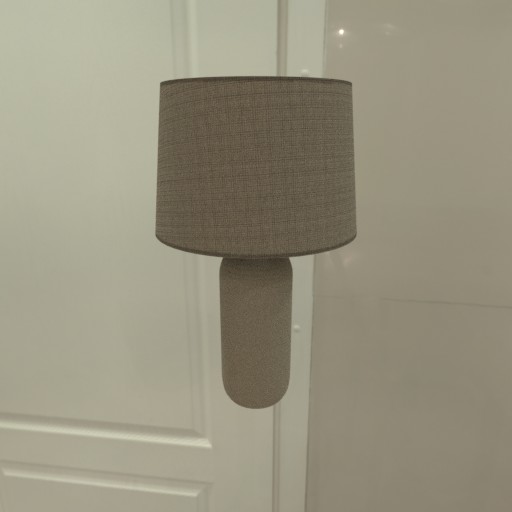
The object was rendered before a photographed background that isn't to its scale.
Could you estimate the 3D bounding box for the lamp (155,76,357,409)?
[{"bbox_3d":[0.000,0.000,0.842,0.367,0.609,0.367,0,17,0],"label":"lamp"}]
